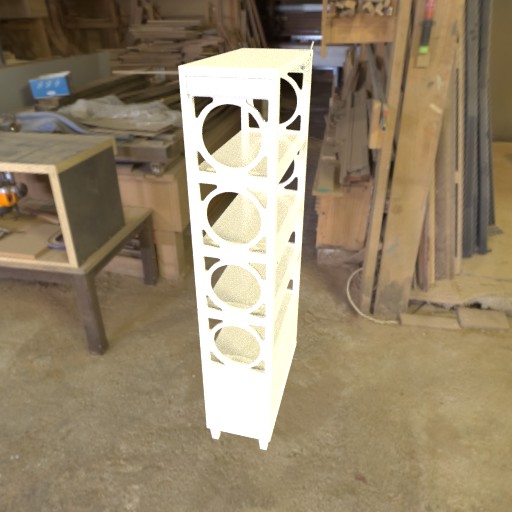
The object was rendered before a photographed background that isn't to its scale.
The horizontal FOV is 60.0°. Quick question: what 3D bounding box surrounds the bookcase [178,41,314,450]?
[{"bbox_3d":[0.000,0.000,2.169,0.361,1.869,0.761,7,30,13],"label":"bookcase"}]
